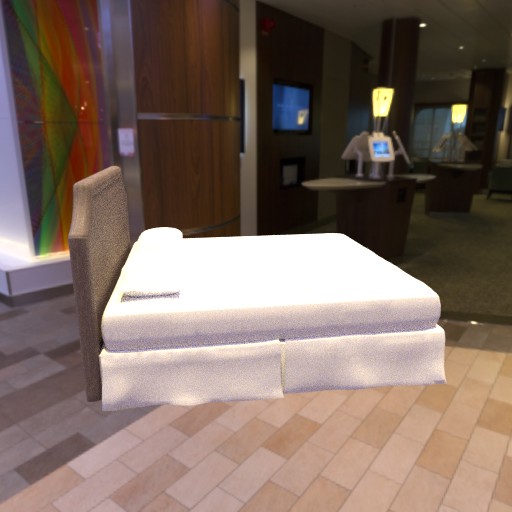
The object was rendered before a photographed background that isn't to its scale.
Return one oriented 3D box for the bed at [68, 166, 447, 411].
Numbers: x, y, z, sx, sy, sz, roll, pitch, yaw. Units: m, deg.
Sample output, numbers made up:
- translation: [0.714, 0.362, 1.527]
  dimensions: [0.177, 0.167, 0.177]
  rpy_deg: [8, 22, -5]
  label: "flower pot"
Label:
- translation: [0.000, 0.000, 4.187]
  dimensions: [2.773, 1.590, 2.350]
  rpy_deg: [-2, 16, -9]
  label: "bed"
